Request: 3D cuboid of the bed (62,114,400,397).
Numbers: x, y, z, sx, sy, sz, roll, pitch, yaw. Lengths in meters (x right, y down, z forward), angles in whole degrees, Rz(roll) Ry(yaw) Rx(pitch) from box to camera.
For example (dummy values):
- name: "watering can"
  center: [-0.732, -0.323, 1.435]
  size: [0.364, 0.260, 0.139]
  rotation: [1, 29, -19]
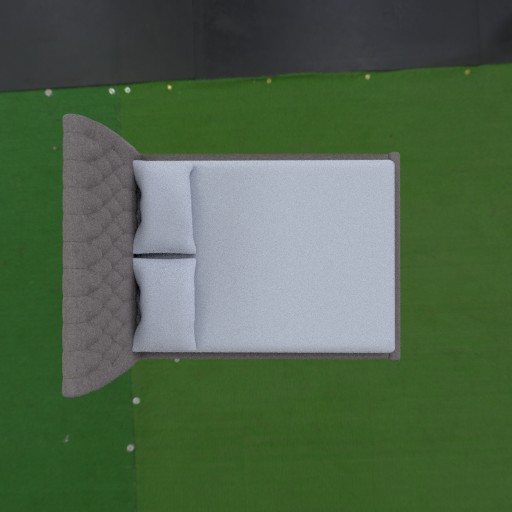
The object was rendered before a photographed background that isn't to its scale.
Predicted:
- name: "bed"
  center: [0.000, 0.000, 3.215]
  size: [2.252, 1.371, 1.645]
  rotation: [0, 90, 1]
